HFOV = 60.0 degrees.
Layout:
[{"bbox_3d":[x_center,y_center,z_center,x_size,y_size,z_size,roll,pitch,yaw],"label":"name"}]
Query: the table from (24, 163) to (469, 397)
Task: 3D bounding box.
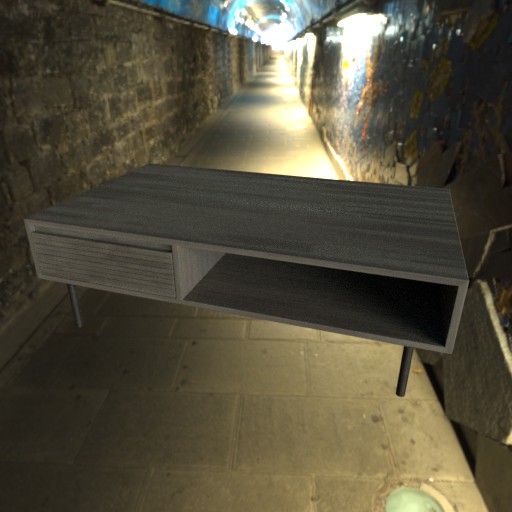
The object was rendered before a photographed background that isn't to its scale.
[{"bbox_3d":[0.000,0.000,1.367,1.088,0.347,0.643,8,27,16],"label":"table"}]
